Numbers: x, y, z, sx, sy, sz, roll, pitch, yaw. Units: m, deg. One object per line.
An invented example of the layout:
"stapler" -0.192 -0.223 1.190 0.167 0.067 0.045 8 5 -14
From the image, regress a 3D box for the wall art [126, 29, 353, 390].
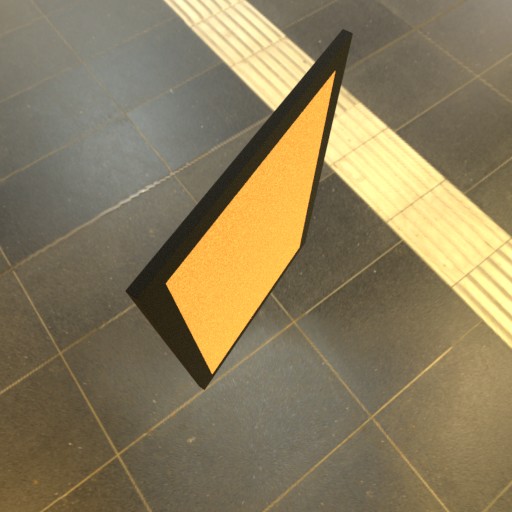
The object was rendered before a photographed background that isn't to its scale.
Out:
"wall art" 0.000 0.000 0.584 0.011 0.459 0.326 31 69 13
